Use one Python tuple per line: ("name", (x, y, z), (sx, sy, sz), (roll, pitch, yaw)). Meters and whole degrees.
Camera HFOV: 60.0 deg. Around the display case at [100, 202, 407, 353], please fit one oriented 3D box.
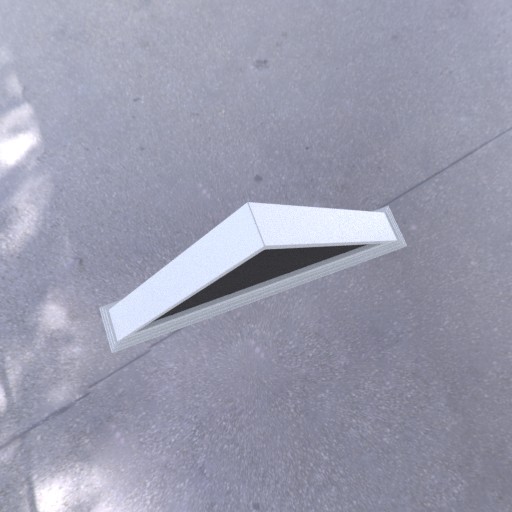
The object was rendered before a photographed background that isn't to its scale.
("display case", (0.000, 0.000, 0.754), (0.640, 0.340, 0.095), (-19, 76, -5))
